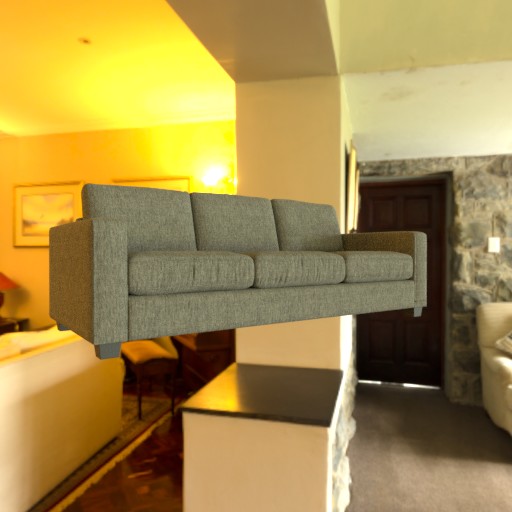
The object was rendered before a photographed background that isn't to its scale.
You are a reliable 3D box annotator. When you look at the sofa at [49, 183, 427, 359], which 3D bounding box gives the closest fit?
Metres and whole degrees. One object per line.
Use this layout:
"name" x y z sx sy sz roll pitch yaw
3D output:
"sofa" 0.000 0.000 2.676 2.160 0.800 0.900 0 1 -35
